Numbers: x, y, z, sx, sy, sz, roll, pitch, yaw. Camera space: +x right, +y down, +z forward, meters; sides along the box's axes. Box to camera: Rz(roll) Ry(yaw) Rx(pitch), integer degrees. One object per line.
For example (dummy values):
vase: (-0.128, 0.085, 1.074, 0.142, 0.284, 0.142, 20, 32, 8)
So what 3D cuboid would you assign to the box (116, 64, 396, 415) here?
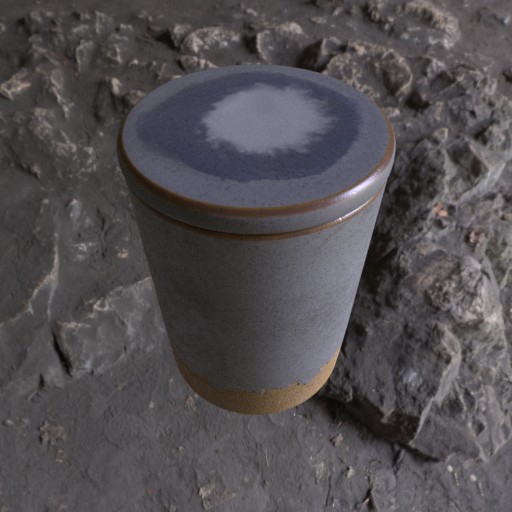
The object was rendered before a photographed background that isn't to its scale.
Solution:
box: (0.000, 0.000, 0.249, 0.118, 0.168, 0.118, 0, 47, 0)
